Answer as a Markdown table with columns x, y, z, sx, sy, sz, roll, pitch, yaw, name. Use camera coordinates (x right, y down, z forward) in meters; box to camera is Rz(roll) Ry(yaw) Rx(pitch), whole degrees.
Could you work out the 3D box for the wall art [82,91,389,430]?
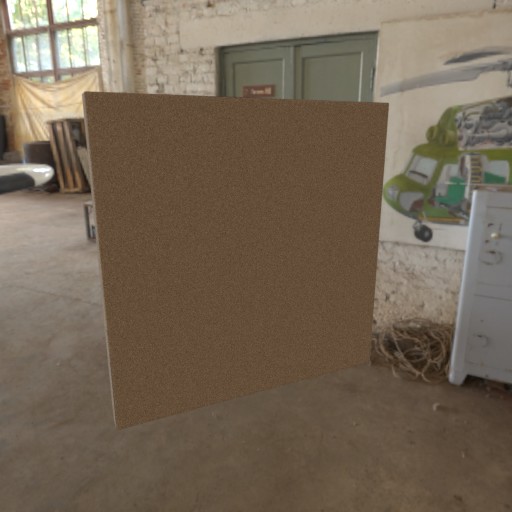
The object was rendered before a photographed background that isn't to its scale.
| x | y | z | sx | sy | sz | roll | pitch | yaw | name |
| --- | --- | --- | --- | --- | --- | --- | --- | --- | --- |
| 0.000 | 0.000 | 1.120 | 0.749 | 0.751 | 0.050 | -7 | 17 | -25 | wall art |
